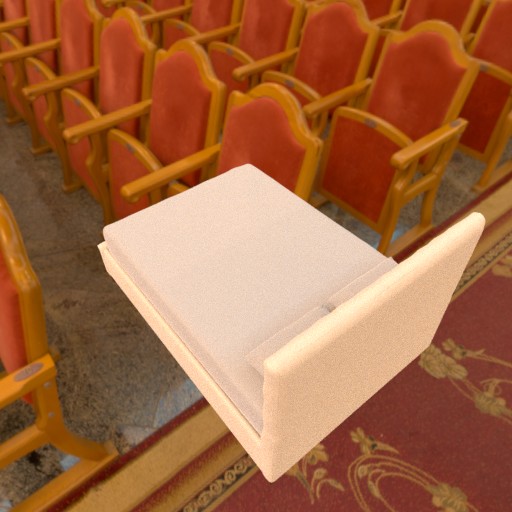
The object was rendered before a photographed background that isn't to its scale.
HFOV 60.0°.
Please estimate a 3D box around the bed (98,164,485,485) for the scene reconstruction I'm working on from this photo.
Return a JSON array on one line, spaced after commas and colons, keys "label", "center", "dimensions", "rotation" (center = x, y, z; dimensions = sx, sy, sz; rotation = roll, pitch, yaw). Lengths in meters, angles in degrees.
[{"label": "bed", "center": [0.000, 0.000, 3.418], "dimensions": [1.698, 1.427, 2.387], "rotation": [-30, 52, -26]}]
